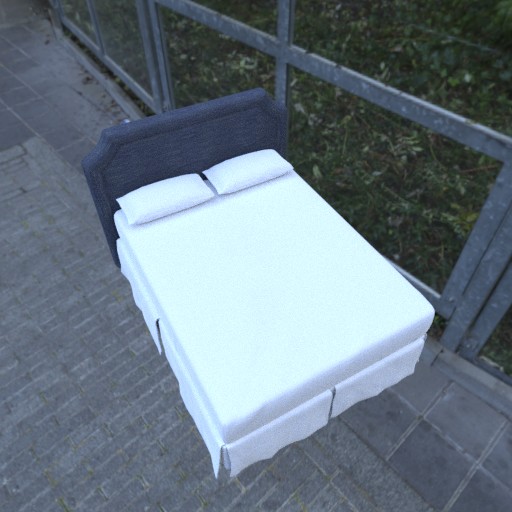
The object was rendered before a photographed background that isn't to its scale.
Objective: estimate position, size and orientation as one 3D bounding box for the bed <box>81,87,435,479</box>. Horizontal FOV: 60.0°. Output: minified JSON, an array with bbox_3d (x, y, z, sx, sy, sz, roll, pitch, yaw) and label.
[{"bbox_3d":[0.000,0.000,3.110,1.693,1.290,2.116,-22,51,-19],"label":"bed"}]
